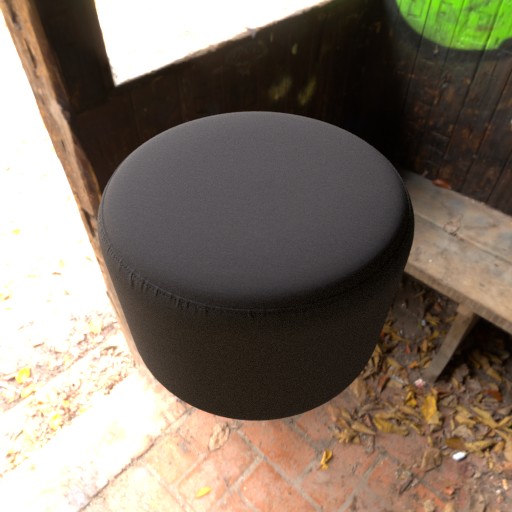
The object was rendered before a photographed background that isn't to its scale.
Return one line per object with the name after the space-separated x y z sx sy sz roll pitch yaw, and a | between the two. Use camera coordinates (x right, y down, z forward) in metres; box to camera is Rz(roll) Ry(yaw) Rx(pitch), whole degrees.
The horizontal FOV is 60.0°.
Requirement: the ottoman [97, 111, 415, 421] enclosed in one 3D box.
0.000 0.000 0.984 0.608 0.433 0.608 0 47 0 | ottoman
